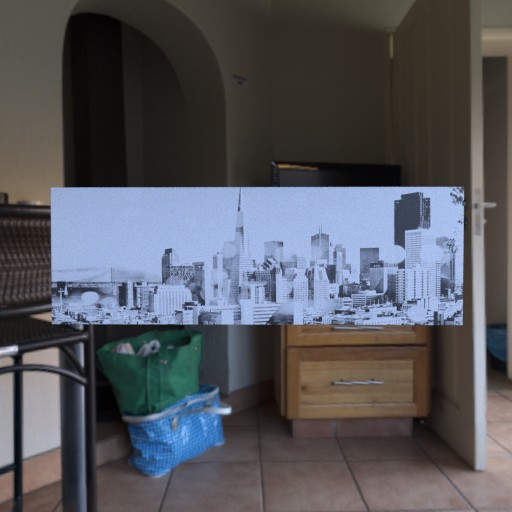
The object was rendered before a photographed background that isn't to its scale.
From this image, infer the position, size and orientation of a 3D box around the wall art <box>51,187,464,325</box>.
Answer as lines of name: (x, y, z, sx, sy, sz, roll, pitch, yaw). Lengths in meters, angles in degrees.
wall art: (0.000, 0.000, 0.841, 0.766, 0.256, 0.036, 0, 1, 1)
